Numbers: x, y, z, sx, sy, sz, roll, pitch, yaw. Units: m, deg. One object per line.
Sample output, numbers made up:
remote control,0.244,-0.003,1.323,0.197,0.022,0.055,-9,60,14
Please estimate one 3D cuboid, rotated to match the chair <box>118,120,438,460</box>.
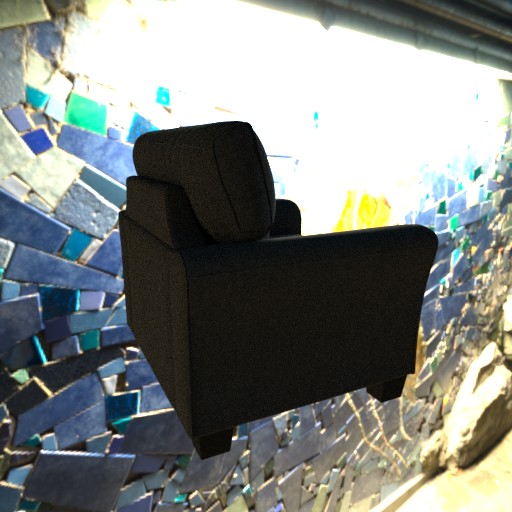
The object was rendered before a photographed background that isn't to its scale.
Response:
chair,0.000,0.000,1.603,0.816,0.890,0.941,-7,15,-25
